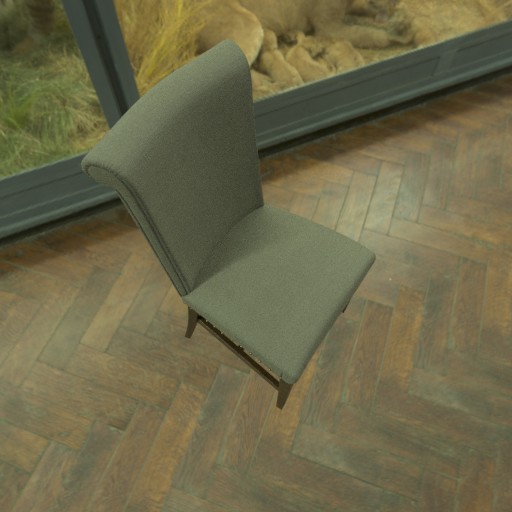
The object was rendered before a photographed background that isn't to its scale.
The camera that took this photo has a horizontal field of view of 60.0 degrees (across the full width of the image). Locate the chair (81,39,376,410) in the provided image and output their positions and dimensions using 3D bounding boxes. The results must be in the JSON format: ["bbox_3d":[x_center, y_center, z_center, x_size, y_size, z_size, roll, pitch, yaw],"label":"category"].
[{"bbox_3d":[0.000,0.000,1.362,0.608,0.988,0.513,31,64,17],"label":"chair"}]
